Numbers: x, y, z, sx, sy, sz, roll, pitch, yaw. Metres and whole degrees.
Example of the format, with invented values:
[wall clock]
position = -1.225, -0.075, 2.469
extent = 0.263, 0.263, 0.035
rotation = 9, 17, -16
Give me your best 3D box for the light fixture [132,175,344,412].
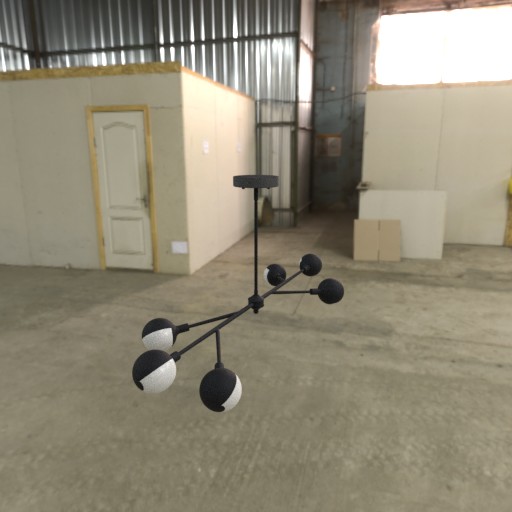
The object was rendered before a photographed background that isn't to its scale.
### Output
[light fixture]
position = 0.000, 0.000, 1.021
extent = 0.434, 0.362, 0.778
rotation = 13, 19, 41
